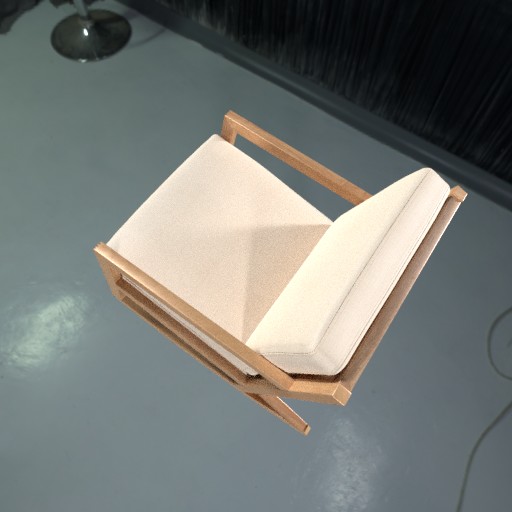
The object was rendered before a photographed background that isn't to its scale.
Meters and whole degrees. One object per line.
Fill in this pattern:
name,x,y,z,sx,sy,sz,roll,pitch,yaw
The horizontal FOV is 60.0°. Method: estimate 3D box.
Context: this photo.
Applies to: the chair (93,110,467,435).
chair,0.000,0.000,1.387,0.857,0.790,0.622,32,67,15
